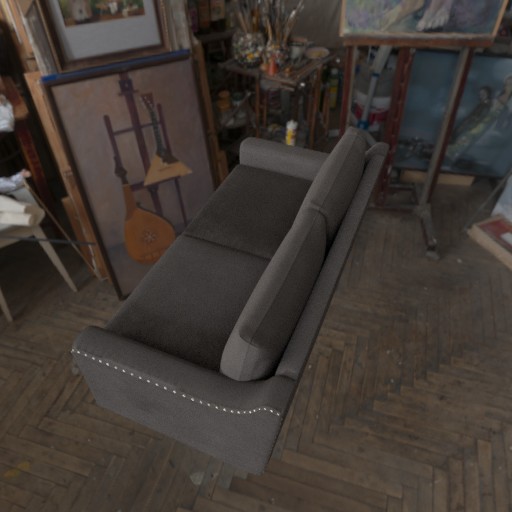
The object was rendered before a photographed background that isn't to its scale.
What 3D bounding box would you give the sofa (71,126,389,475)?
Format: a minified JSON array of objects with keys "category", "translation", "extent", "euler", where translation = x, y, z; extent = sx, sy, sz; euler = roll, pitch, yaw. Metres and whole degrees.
[{"category":"sofa","translation":[0.000,0.000,3.293],"extent":[1.336,1.196,2.550],"euler":[17,47,16]}]
